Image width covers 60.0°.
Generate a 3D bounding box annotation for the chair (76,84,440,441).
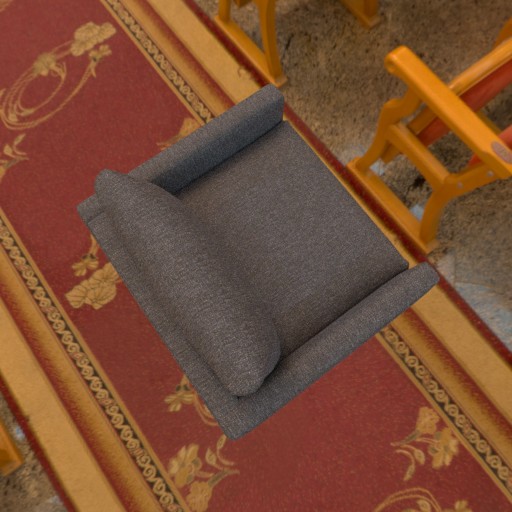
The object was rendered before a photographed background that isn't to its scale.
[{"bbox_3d":[0.000,0.000,1.662,0.866,0.861,0.963,-35,77,-9],"label":"chair"}]
